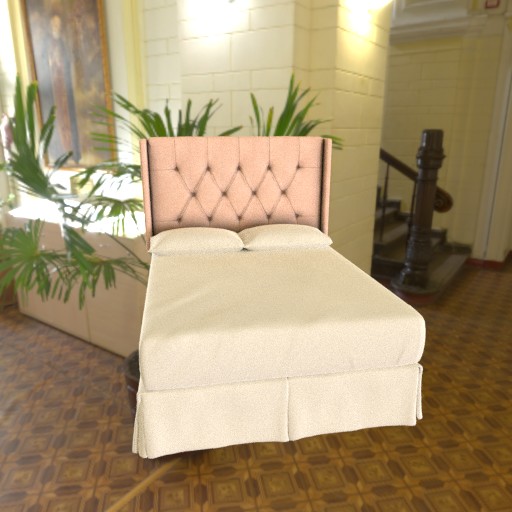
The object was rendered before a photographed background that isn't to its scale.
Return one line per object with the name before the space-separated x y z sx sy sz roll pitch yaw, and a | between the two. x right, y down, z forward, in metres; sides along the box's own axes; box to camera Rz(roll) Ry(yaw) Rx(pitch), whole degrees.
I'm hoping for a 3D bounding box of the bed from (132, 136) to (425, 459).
bed | 0.000 0.000 3.249 1.719 1.665 2.066 -3 16 -10
